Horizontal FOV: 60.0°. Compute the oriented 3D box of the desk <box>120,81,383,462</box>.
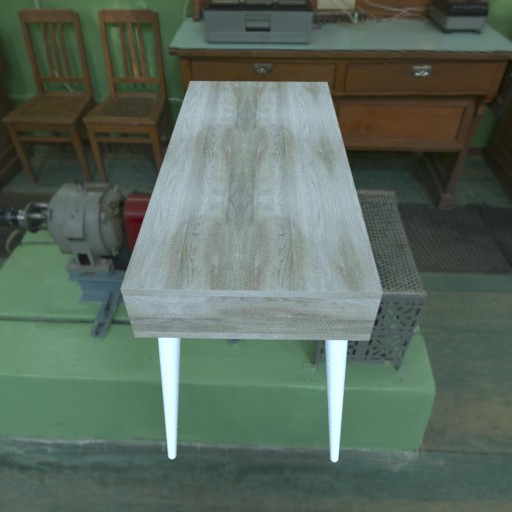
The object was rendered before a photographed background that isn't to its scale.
[{"bbox_3d":[0.000,0.000,1.397,0.491,0.723,0.979,1,42,1],"label":"desk"}]
